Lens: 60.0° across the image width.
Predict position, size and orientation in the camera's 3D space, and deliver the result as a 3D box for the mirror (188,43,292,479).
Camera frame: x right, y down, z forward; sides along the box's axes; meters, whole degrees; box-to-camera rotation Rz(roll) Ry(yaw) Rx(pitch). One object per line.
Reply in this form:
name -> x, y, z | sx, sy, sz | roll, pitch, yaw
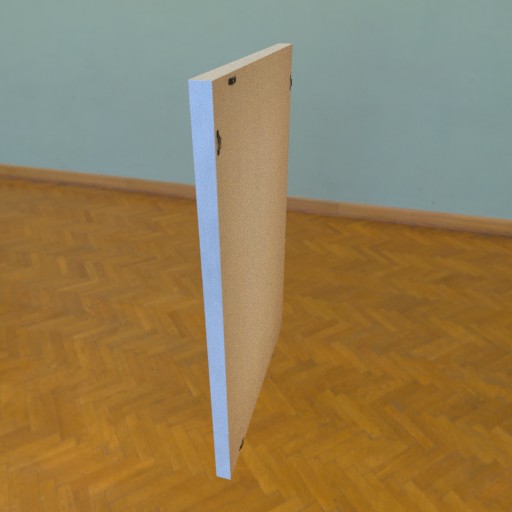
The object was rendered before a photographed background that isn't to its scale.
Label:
mirror -> 0.000, 0.000, 1.109 | 0.041, 0.915, 0.609 | 8, 31, 13
